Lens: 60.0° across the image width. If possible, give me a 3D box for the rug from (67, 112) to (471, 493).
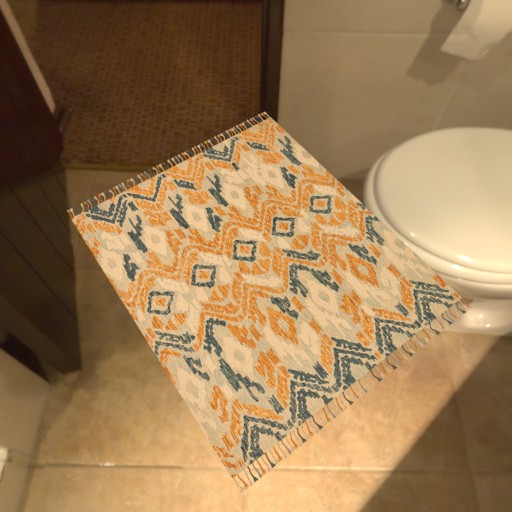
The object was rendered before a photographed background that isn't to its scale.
[{"bbox_3d":[0.000,0.000,4.115,2.439,0.010,3.048,-32,64,-18],"label":"rug"}]
